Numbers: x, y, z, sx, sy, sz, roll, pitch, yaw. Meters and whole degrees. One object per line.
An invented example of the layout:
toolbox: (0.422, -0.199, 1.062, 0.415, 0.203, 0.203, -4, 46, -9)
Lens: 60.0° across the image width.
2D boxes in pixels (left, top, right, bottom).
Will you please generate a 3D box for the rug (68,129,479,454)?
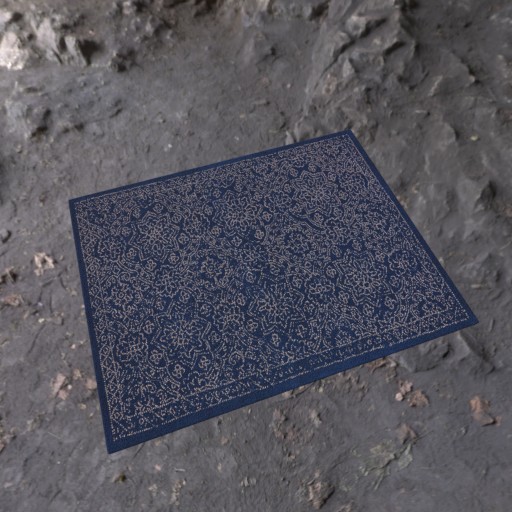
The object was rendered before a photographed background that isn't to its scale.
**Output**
rug: (0.000, 0.000, 3.990, 3.048, 0.010, 2.438, -16, 59, -10)
